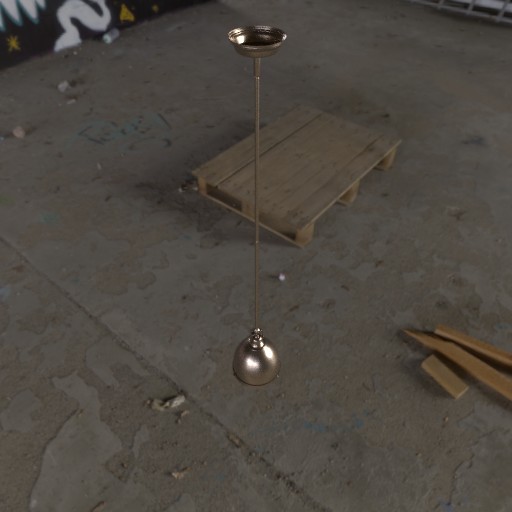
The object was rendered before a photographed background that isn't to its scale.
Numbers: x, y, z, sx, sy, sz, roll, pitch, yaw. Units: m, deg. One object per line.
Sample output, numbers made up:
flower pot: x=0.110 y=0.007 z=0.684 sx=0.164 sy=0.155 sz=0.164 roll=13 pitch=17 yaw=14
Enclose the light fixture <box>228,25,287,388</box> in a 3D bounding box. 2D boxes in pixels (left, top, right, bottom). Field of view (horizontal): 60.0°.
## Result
light fixture: x=0.000 y=0.000 z=1.458 sx=0.217 sy=1.367 sz=0.211 roll=-23 pitch=49 yaw=-21
